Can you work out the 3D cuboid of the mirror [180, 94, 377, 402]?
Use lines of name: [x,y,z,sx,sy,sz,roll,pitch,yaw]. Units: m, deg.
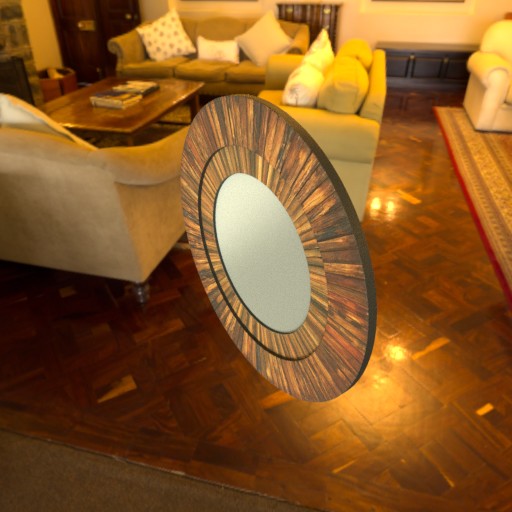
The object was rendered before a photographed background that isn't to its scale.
mirror: [0.000,0.000,1.562,0.036,1.077,1.077,-21,39,-29]
